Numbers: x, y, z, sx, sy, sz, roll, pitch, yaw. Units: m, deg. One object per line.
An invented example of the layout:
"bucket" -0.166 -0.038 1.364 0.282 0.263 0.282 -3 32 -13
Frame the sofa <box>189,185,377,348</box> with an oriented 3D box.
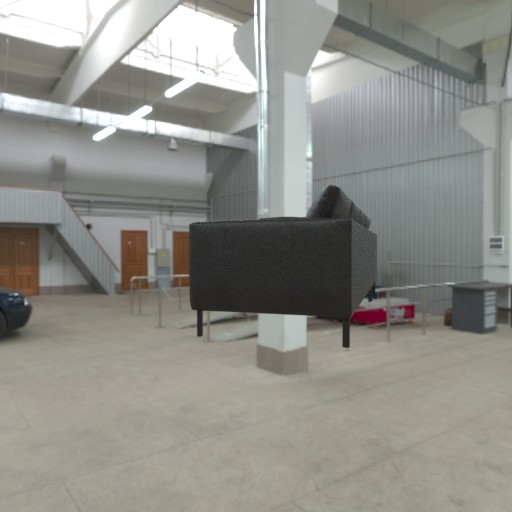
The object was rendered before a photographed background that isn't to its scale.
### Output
"sofa" 0.000 0.000 3.887 1.938 0.877 2.984 0 1 18
